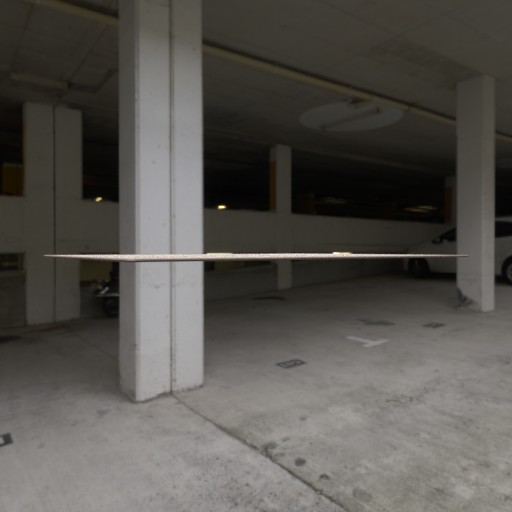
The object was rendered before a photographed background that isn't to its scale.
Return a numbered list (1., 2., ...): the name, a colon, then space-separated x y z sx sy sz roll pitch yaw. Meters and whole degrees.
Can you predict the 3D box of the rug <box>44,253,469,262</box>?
1. rug: 0.000 0.000 2.698 2.115 0.013 1.517 -1 1 -35
